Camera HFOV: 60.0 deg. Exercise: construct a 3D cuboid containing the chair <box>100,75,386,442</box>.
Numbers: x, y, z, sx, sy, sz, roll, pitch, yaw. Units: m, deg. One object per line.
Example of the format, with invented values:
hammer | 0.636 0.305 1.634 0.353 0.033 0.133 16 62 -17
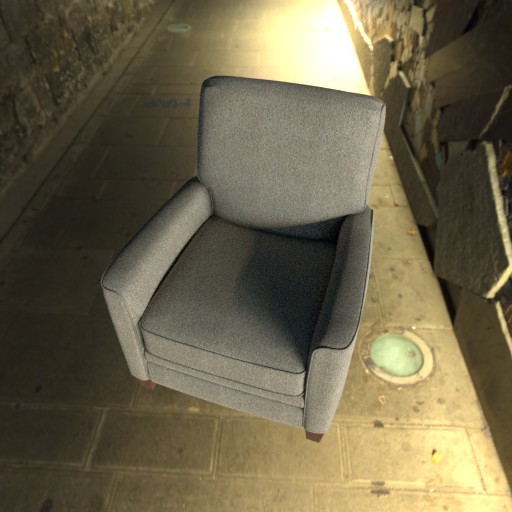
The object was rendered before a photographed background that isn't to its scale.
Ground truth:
chair | 0.000 0.000 1.658 0.841 1.028 0.858 13 45 13
